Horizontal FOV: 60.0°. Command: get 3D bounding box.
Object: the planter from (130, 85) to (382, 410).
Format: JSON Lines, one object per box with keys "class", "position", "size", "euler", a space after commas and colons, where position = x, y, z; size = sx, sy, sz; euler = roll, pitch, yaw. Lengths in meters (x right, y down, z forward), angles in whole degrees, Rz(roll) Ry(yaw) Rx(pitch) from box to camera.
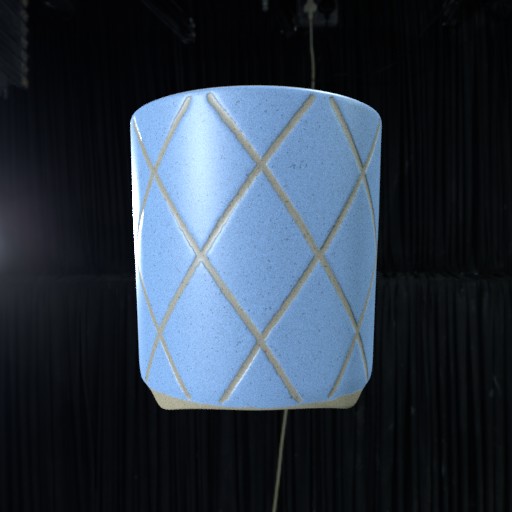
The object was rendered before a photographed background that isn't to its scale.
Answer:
{"class": "planter", "position": [0.000, 0.000, 0.351], "size": [0.191, 0.200, 0.191], "euler": [0, 1, 0]}
